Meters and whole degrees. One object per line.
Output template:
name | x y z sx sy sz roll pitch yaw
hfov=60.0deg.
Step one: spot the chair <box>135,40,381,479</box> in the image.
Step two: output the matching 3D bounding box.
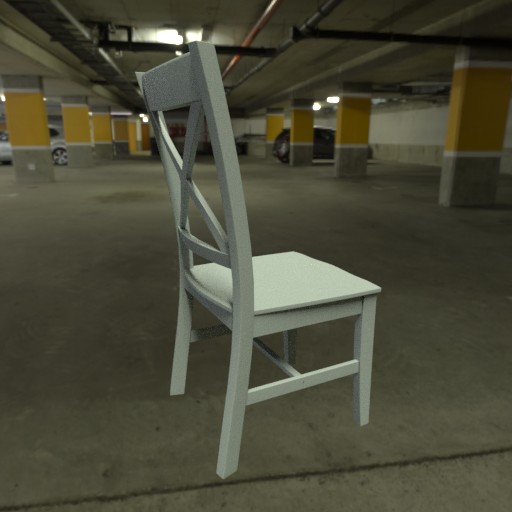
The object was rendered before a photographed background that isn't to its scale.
chair | 0.000 0.000 1.245 0.542 0.983 0.485 -8 17 -26
